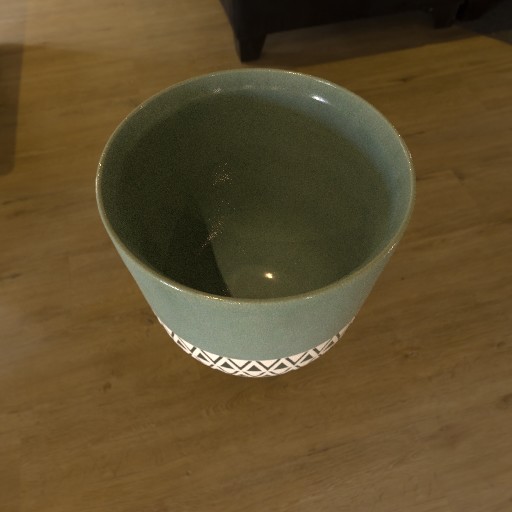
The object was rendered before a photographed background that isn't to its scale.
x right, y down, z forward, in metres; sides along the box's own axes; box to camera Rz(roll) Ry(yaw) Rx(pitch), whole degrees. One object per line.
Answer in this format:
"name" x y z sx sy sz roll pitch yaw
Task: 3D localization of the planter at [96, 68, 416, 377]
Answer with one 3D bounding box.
"planter" 0.000 0.000 0.368 0.198 0.214 0.198 0 57 0
